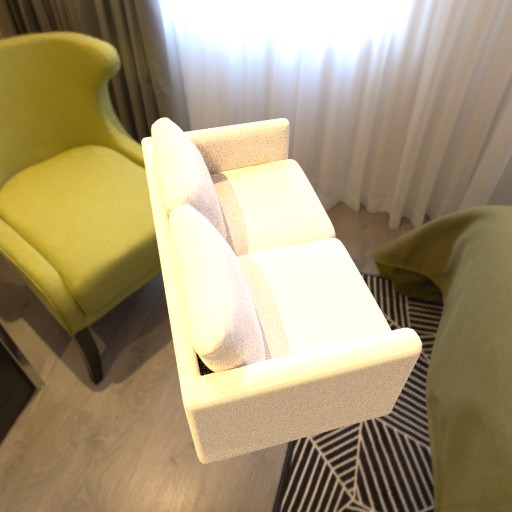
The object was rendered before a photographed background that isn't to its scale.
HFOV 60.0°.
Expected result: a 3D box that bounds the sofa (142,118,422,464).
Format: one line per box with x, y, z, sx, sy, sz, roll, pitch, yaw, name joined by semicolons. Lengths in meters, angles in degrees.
0.000;0.000;2.292;0.940;0.893;1.713;-11;48;-10;sofa
